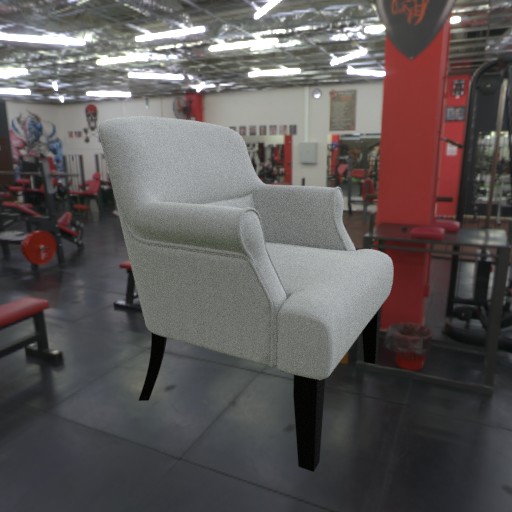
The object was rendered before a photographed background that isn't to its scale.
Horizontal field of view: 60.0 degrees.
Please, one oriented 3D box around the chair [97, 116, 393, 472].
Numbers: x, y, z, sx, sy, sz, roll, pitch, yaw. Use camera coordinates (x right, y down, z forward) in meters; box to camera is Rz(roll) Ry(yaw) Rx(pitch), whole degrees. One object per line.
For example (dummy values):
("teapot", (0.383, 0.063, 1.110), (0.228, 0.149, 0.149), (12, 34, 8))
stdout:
("chair", (0.000, 0.000, 1.436), (0.750, 0.875, 0.781), (7, 15, 27))
